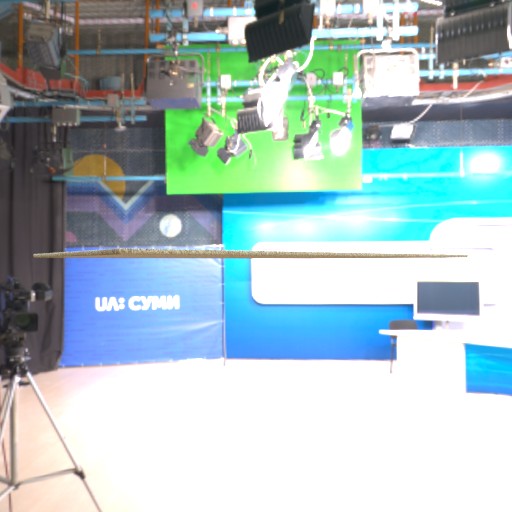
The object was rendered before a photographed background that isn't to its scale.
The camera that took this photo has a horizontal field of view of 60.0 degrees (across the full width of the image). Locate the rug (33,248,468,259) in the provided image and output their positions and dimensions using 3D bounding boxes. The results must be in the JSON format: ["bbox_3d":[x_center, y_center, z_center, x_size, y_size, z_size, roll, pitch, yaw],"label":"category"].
[{"bbox_3d":[0.000,0.000,3.305,2.699,0.025,1.800,1,-1,-37],"label":"rug"}]
